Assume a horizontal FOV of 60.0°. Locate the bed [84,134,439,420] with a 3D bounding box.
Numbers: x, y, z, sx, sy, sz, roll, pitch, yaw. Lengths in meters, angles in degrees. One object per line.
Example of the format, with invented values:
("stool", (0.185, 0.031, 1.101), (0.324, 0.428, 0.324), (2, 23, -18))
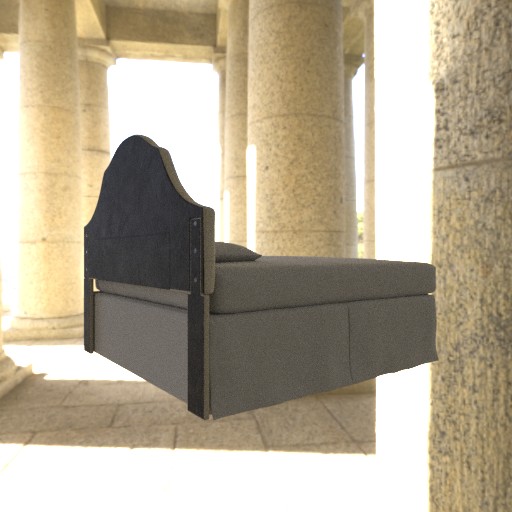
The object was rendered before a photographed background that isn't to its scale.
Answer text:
("bed", (0.000, 0.000, 3.497), (2.086, 1.555, 2.012), (0, 0, -37))
